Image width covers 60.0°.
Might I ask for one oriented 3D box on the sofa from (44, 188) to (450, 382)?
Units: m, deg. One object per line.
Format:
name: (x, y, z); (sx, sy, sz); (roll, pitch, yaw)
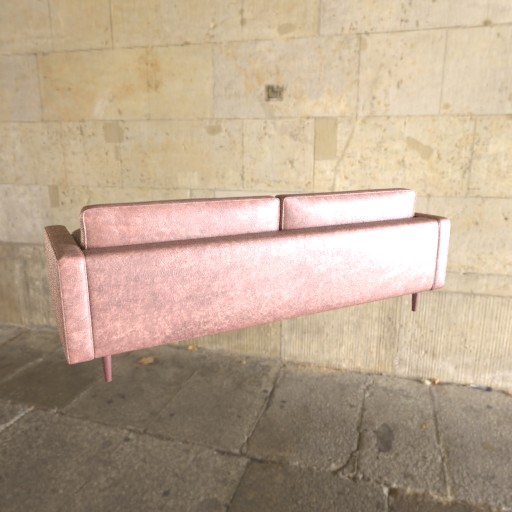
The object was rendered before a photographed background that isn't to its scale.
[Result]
sofa: (0.000, 0.000, 2.605); (2.210, 0.762, 0.914); (-7, 15, -27)
